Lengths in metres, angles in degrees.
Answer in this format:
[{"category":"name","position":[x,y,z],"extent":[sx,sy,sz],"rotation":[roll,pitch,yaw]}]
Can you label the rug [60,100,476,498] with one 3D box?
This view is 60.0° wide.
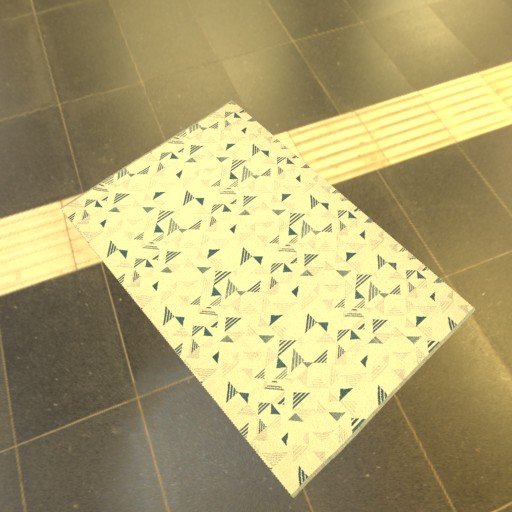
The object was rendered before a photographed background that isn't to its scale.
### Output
[{"category":"rug","position":[0.000,0.000,2.256],"extent":[1.206,0.003,1.835],"rotation":[-38,69,-17]}]
